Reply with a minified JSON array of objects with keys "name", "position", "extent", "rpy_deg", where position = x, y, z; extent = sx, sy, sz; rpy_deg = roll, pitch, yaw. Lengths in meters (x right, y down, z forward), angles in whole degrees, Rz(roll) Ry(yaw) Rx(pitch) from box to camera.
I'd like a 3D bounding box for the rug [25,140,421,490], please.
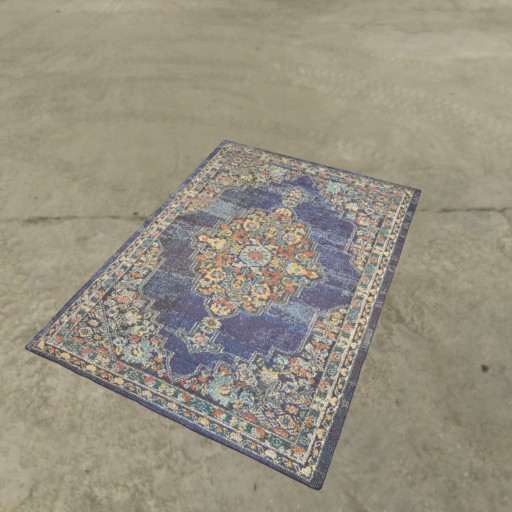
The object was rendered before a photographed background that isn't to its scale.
[{"name":"rug","position":[0.000,0.000,2.763],"extent":[1.630,0.009,2.232],"rpy_deg":[19,49,17]}]
